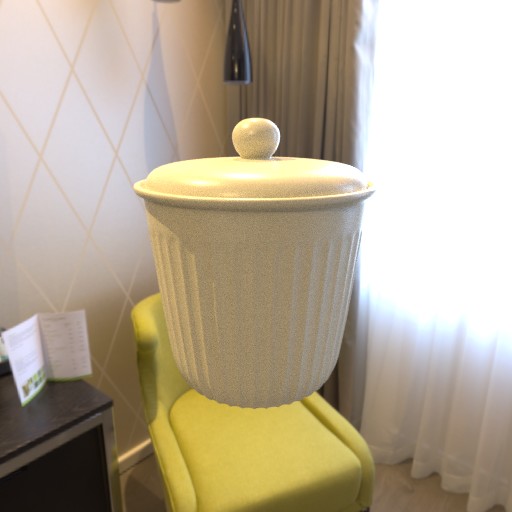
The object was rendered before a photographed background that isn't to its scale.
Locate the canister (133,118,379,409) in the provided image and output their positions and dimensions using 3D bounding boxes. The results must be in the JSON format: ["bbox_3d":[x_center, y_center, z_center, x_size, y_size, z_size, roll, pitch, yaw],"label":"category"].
[{"bbox_3d":[0.000,0.000,0.354,0.181,0.211,0.181,0,16,0],"label":"canister"}]
